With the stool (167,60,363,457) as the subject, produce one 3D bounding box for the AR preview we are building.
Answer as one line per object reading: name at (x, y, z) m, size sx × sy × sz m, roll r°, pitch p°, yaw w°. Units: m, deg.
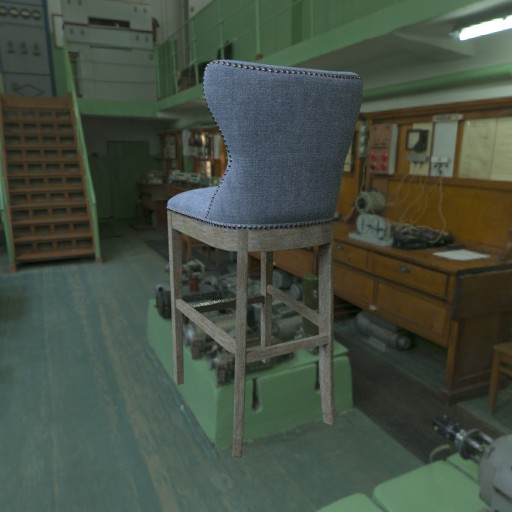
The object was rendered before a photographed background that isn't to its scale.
stool at (0.000, 0.000, 1.490) m, size 0.494 × 1.123 × 0.606 m, roll -7°, pitch 15°, yaw -27°
